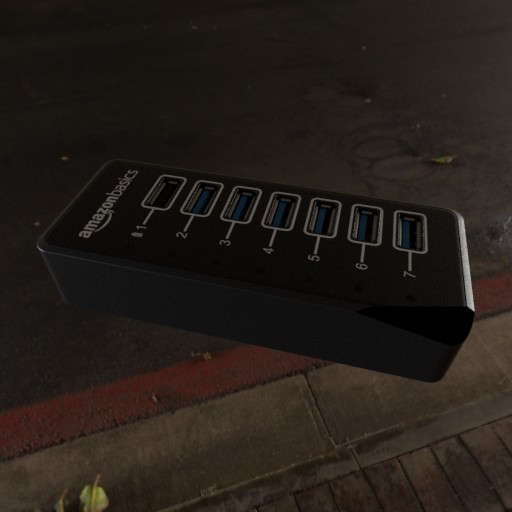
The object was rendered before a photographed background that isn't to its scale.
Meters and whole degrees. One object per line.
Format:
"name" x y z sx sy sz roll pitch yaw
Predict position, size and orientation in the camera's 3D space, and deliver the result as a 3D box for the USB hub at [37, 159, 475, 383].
"USB hub" 0.000 0.000 0.128 0.110 0.023 0.044 10 46 10
